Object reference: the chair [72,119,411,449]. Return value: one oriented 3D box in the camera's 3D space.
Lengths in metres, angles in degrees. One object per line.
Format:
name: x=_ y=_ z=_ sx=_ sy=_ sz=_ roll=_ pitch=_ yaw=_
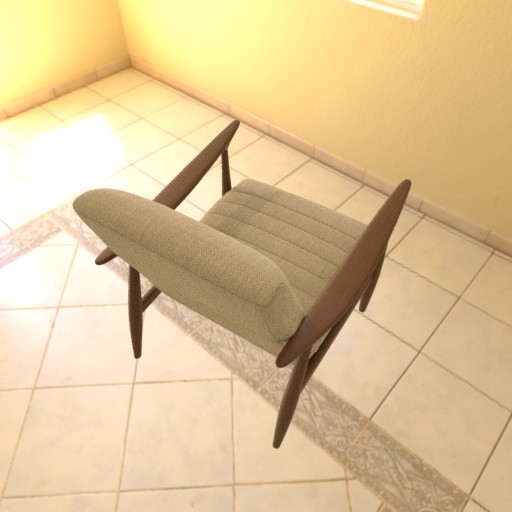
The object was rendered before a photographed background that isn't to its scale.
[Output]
chair: x=0.000 y=0.000 z=1.460 sx=0.741 sy=0.832 sz=0.798 roll=25 pitch=53 yaw=21
